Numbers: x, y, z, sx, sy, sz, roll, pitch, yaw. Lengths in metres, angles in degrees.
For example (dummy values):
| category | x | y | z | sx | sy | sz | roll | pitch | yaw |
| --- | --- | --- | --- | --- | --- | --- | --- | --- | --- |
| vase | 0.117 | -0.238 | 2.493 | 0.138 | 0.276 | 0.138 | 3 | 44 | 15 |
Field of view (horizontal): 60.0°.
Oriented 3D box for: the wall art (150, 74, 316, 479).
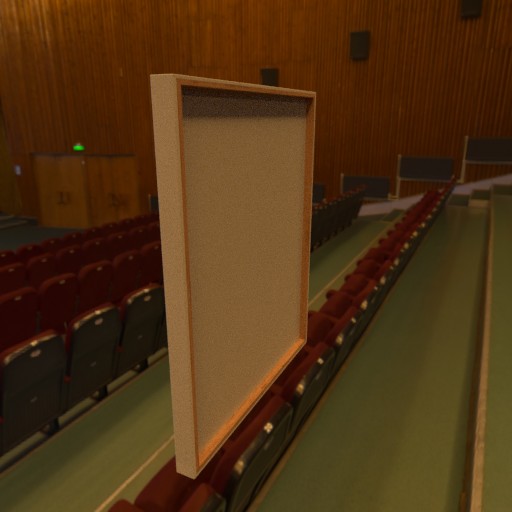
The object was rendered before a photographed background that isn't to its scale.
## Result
| category | x | y | z | sx | sy | sz | roll | pitch | yaw |
| --- | --- | --- | --- | --- | --- | --- | --- | --- | --- |
| wall art | 0.000 | 0.000 | 0.844 | 0.037 | 0.606 | 0.508 | 9 | 20 | 25 |
